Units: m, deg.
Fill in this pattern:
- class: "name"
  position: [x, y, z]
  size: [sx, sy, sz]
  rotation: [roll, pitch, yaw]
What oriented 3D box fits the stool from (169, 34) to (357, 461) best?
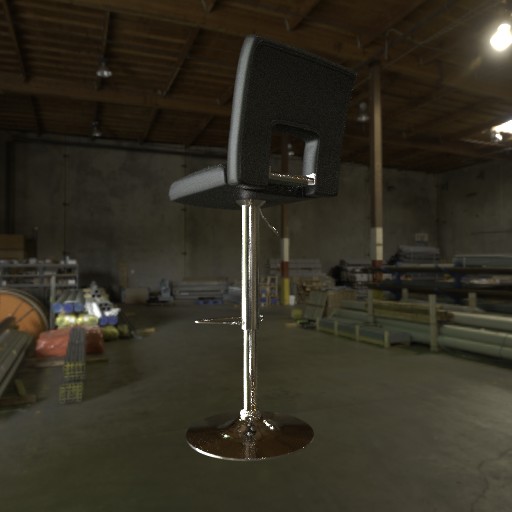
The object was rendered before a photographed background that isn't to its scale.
- class: "stool"
  position: [0.000, 0.000, 1.427]
  size: [0.415, 1.151, 0.520]
  rotation: [1, -2, -36]
